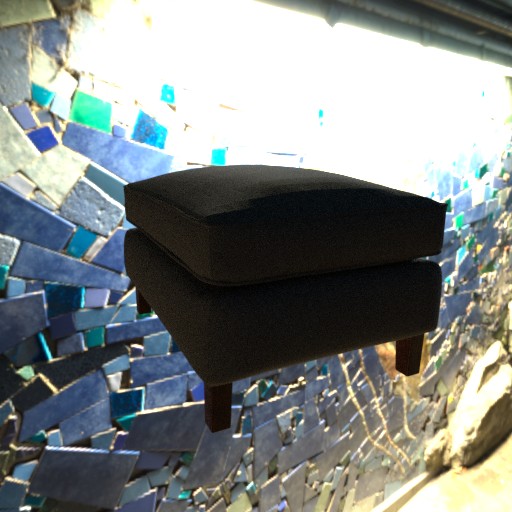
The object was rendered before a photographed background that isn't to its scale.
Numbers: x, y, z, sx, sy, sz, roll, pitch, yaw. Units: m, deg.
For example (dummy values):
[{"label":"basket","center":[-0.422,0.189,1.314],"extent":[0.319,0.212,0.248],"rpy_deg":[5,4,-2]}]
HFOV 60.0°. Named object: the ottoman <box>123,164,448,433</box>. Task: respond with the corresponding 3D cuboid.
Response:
[{"label":"ottoman","center":[0.000,0.000,1.013],"extent":[0.508,0.406,0.686],"rpy_deg":[-7,15,-25]}]
